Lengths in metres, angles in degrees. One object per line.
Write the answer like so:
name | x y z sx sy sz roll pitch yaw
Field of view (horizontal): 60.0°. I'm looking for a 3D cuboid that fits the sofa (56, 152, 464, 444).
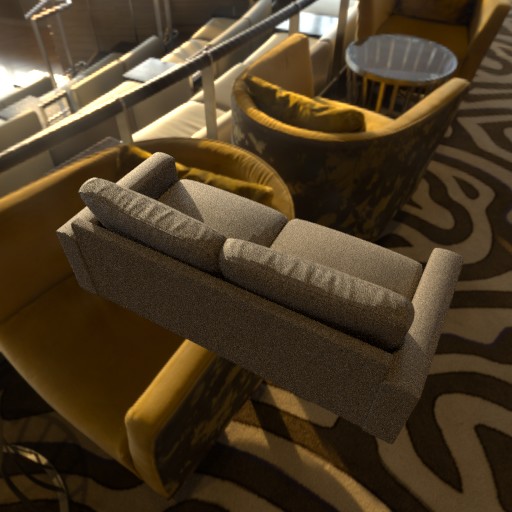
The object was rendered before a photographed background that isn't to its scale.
sofa | 0.000 0.000 2.662 2.179 0.873 1.016 22 50 20
